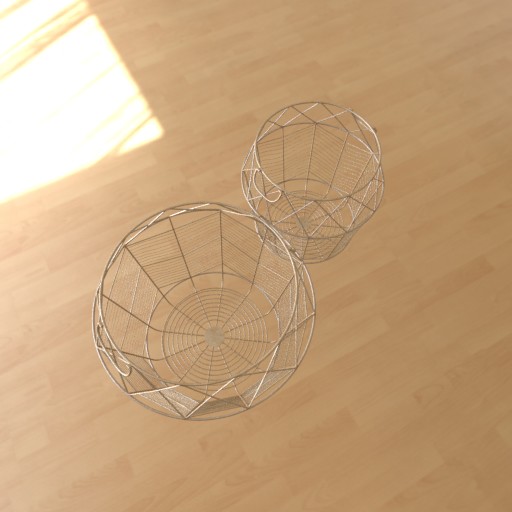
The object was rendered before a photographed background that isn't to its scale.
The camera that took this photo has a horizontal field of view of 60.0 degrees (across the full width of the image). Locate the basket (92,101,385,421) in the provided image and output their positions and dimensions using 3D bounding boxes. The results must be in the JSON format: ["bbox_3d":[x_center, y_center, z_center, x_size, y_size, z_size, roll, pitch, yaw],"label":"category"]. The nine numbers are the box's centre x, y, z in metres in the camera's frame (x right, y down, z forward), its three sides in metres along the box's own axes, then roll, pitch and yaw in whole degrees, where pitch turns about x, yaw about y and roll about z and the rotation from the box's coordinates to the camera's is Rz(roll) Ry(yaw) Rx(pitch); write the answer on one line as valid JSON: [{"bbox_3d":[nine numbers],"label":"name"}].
[{"bbox_3d":[0.000,0.000,1.030,0.451,0.343,0.805,33,68,15],"label":"basket"}]
